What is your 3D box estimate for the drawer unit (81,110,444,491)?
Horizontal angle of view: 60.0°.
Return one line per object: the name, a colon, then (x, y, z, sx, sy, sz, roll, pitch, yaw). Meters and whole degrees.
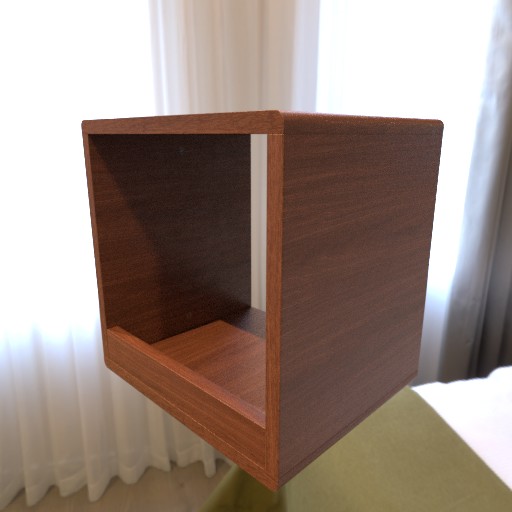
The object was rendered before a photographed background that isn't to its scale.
drawer unit: (0.000, 0.000, 0.595, 0.349, 0.351, 0.290, 15, 21, 43)
